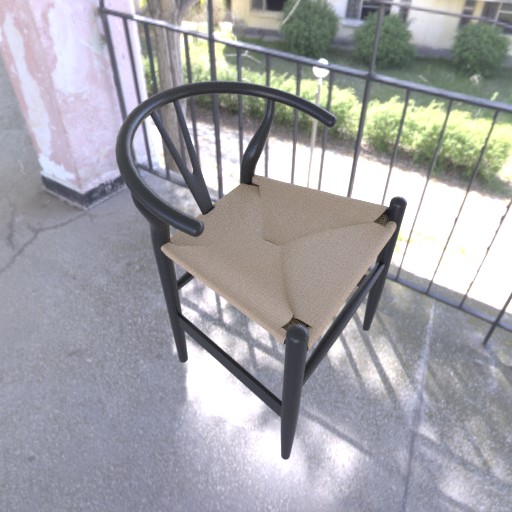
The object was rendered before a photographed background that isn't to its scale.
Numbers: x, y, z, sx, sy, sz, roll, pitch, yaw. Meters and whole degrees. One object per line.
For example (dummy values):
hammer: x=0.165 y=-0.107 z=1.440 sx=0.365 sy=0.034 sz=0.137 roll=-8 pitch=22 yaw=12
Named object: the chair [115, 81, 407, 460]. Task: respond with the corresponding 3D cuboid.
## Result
chair: x=0.000 y=0.000 z=1.159 sx=0.570 sy=0.739 sz=0.570 roll=25 pitch=47 yaw=25
